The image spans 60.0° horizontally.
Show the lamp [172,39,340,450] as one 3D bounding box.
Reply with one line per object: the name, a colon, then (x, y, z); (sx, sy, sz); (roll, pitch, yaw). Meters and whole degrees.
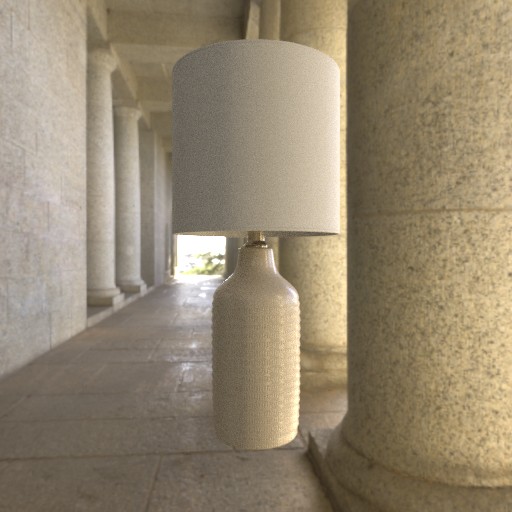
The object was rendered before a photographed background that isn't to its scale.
lamp: (0.000, 0.000, 0.595); (0.220, 0.475, 0.220); (0, 1, -35)
